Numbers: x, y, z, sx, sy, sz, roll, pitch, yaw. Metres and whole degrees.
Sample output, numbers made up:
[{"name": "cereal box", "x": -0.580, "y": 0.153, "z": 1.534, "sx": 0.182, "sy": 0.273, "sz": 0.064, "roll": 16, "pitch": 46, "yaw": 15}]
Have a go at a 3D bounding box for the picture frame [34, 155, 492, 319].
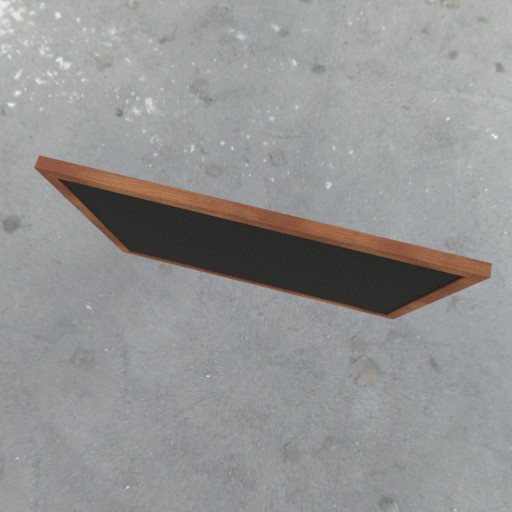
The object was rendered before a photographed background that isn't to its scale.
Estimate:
[{"name": "picture frame", "x": 0.000, "y": 0.000, "z": 1.206, "sx": 0.950, "sy": 0.640, "sz": 0.029, "roll": 14, "pitch": 75, "yaw": 4}]
